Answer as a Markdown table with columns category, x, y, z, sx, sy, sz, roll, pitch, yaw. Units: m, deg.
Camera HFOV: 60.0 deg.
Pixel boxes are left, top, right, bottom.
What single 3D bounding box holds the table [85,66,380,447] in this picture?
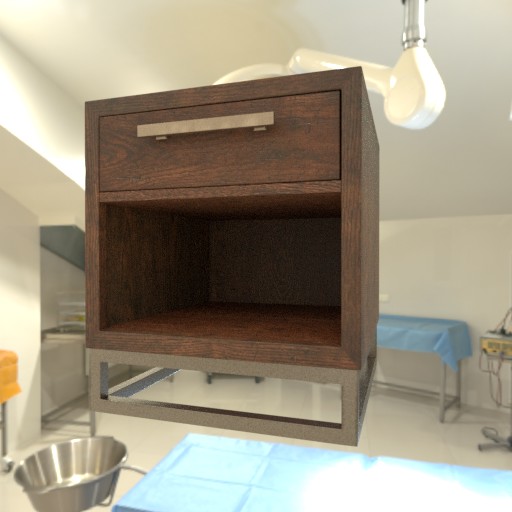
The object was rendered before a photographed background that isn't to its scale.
| category | x | y | z | sx | sy | sz | roll | pitch | yaw |
| --- | --- | --- | --- | --- | --- | --- | --- | --- | --- |
| table | 0.000 | 0.000 | 0.995 | 0.506 | 0.582 | 0.566 | 0 | 1 | 18 |
